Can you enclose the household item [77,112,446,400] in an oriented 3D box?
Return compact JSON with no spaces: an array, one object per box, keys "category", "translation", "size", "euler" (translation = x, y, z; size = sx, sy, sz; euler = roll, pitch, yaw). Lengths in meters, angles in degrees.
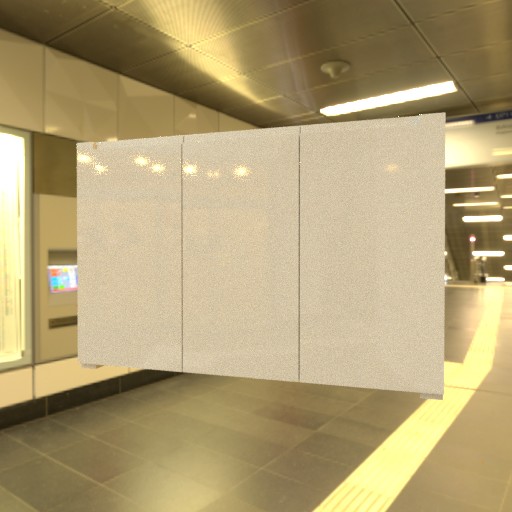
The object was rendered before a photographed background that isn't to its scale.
[{"category":"household item","translation":[0.000,0.000,1.708],"size":[1.300,0.867,0.420],"euler":[0,1,17]}]
